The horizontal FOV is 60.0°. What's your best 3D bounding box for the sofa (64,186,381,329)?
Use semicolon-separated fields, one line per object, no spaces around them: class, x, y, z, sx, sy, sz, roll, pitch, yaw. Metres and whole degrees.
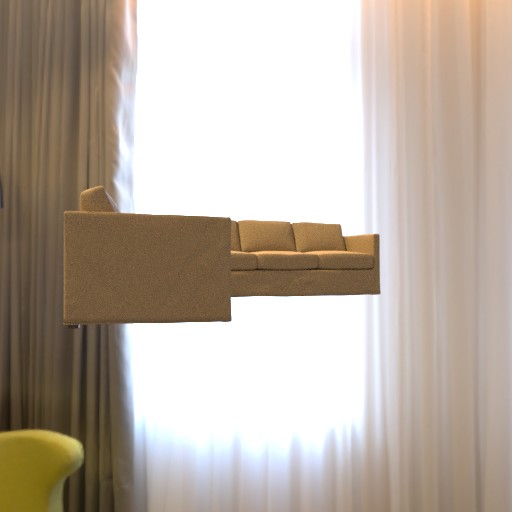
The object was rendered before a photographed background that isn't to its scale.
sofa;0.000;0.000;4.201;3.182;0.871;2.432;0;0;-19
